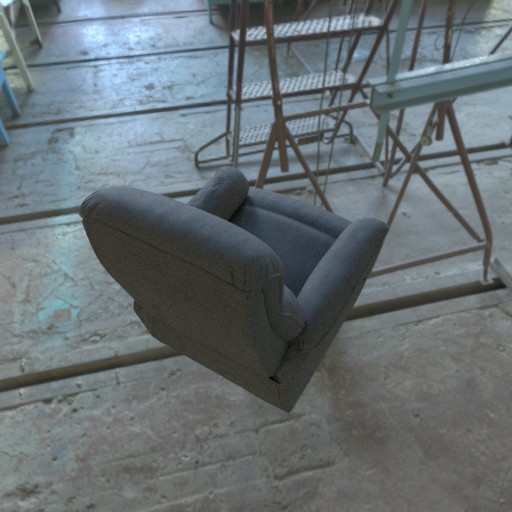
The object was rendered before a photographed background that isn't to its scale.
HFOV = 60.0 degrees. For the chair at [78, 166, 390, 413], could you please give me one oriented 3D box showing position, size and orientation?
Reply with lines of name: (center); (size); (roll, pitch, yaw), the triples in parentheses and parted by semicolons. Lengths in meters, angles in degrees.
chair: (0.000, 0.000, 1.757); (0.820, 1.037, 1.004); (23, 51, 21)
